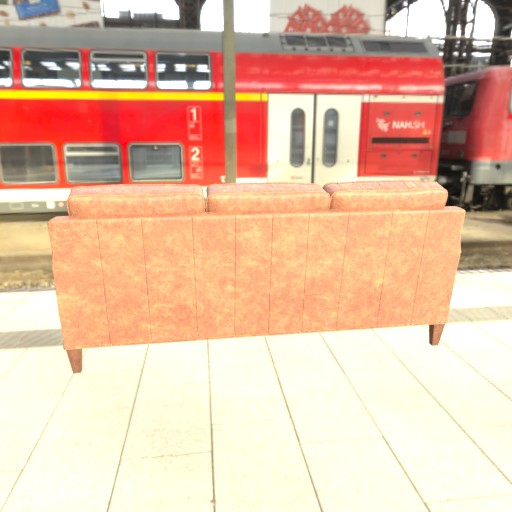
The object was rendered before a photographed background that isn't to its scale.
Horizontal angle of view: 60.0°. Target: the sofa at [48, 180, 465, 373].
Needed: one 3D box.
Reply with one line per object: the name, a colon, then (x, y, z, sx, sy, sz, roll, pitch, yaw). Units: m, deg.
sofa: (0.000, 0.000, 2.845, 2.246, 1.003, 1.084, -2, 15, -9)
